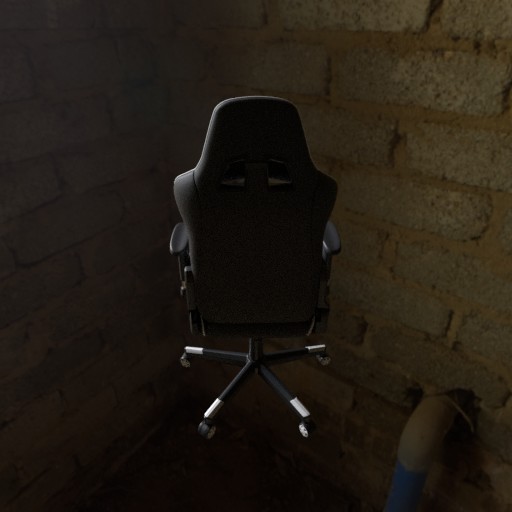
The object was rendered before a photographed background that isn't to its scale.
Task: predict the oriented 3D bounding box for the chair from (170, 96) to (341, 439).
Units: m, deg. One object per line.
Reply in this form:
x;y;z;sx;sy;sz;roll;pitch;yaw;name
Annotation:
0.000;0.000;1.696;0.700;1.240;0.700;-1;30;-1;chair
